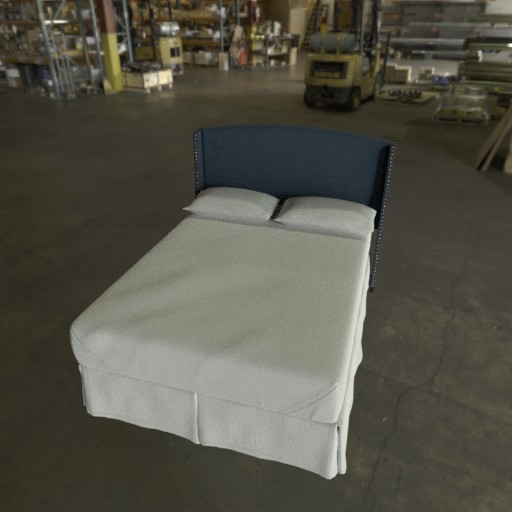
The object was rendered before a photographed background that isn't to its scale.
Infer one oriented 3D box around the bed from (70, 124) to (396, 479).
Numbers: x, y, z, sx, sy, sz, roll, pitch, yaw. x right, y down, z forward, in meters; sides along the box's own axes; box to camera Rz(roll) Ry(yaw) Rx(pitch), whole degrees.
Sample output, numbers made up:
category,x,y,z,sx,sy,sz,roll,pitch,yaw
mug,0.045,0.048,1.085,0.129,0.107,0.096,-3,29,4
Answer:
category,x,y,z,sx,sy,sz,roll,pitch,yaw
bed,0.000,0.000,3.188,1.710,1.407,2.237,8,30,15
